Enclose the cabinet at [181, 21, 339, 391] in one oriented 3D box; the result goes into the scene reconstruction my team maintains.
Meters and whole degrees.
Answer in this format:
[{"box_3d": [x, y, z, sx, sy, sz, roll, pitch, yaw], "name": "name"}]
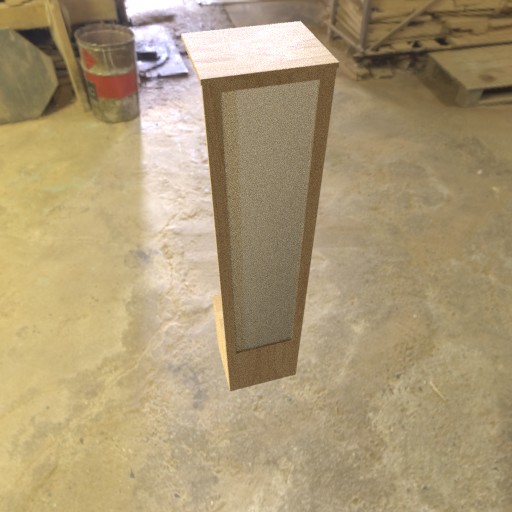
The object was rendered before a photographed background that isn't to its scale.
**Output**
[{"box_3d": [0.000, 0.000, 2.048, 0.411, 1.879, 0.338, -11, 48, -11], "name": "cabinet"}]
